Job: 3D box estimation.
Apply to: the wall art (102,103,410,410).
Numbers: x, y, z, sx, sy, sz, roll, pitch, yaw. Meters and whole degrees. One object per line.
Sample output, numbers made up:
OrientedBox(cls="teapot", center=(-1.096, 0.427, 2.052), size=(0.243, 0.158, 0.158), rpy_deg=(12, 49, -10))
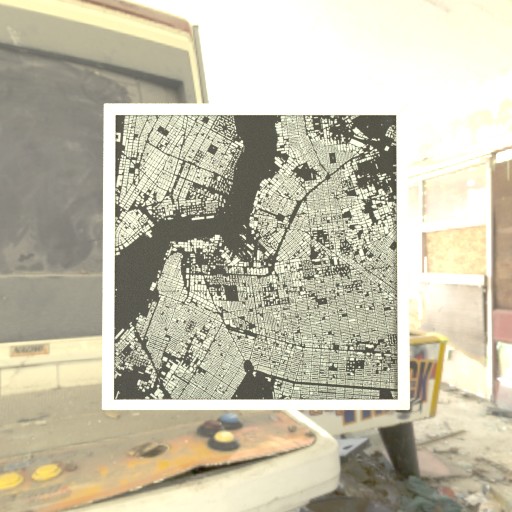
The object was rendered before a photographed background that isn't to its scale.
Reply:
OrientedBox(cls="wall art", center=(0.000, 0.000, 1.126), size=(0.761, 0.762, 0.050), rpy_deg=(0, -1, 0))
